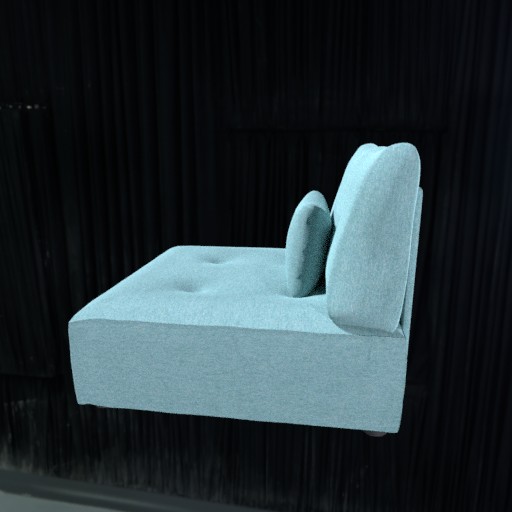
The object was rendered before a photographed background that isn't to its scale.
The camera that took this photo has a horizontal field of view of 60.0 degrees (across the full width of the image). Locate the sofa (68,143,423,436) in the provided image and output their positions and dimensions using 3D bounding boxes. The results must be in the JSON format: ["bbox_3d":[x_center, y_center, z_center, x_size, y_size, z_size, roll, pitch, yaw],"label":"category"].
[{"bbox_3d":[0.000,0.000,1.664,1.000,0.820,0.930,2,14,8],"label":"sofa"}]
